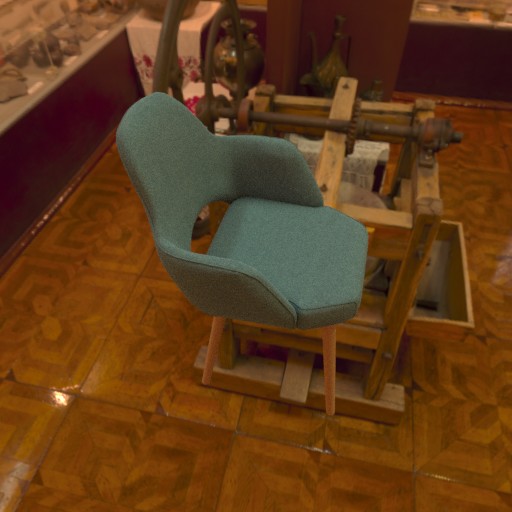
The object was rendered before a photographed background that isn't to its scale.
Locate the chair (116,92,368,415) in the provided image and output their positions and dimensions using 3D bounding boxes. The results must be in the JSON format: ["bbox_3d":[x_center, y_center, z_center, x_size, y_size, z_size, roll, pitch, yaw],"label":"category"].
[{"bbox_3d":[0.000,0.000,1.379,0.666,0.920,0.589,11,47,10],"label":"chair"}]
